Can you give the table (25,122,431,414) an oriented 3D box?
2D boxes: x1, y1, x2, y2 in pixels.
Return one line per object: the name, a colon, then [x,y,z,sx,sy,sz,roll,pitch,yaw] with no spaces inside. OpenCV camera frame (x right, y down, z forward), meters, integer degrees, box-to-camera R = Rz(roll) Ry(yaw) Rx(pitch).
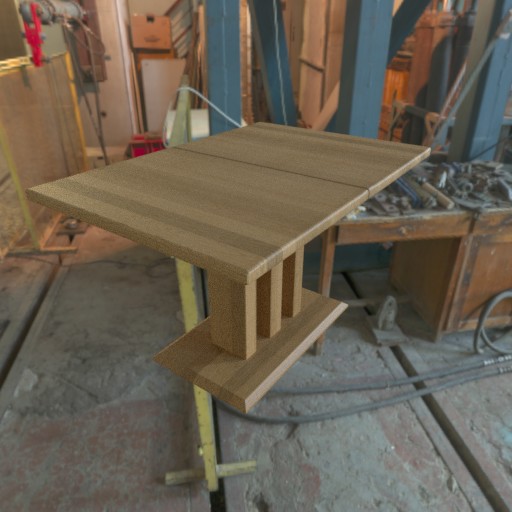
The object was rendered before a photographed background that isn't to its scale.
table: [0.000,0.000,1.834,0.900,0.770,1.300,19,34,31]
